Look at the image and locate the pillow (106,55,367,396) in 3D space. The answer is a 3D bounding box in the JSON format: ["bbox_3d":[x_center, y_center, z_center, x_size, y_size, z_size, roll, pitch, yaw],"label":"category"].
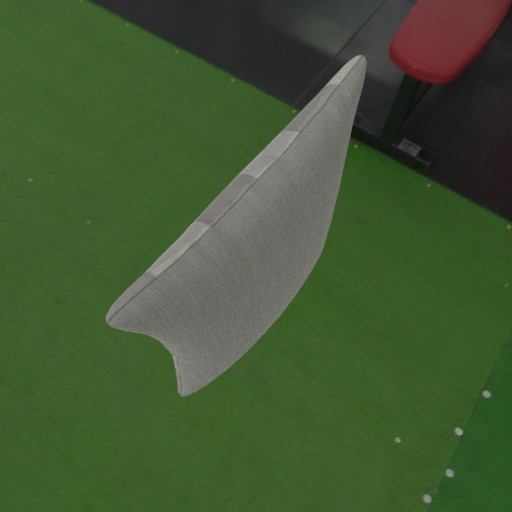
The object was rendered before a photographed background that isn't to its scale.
[{"bbox_3d":[0.000,0.000,0.781,0.161,0.509,0.511,35,69,16],"label":"pillow"}]
